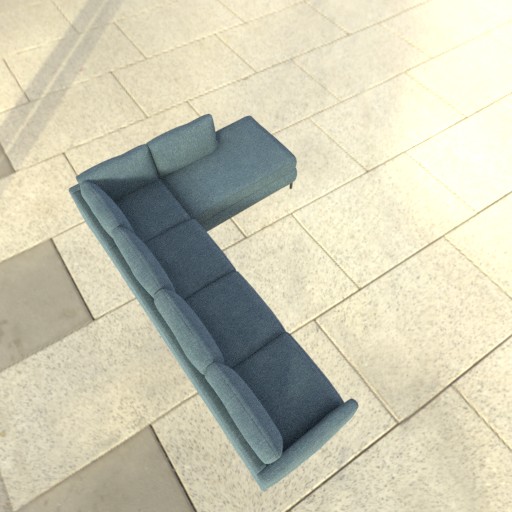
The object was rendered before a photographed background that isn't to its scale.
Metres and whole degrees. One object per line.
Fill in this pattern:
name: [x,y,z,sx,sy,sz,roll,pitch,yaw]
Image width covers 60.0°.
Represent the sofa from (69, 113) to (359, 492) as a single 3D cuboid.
sofa: [0.000,0.000,3.759,2.007,0.815,2.949,-32,63,-18]
